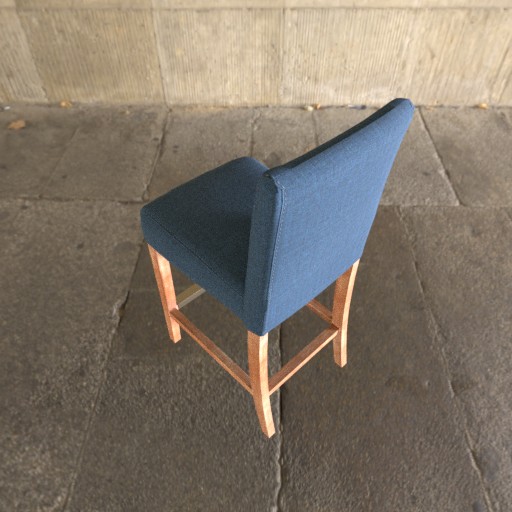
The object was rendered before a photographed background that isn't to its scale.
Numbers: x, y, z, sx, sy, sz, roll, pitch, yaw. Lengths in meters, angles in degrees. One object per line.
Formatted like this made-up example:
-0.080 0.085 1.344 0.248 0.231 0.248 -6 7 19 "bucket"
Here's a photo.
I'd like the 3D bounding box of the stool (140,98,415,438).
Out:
0.000 0.000 1.335 0.454 1.039 0.567 -34 55 -28 "stool"
